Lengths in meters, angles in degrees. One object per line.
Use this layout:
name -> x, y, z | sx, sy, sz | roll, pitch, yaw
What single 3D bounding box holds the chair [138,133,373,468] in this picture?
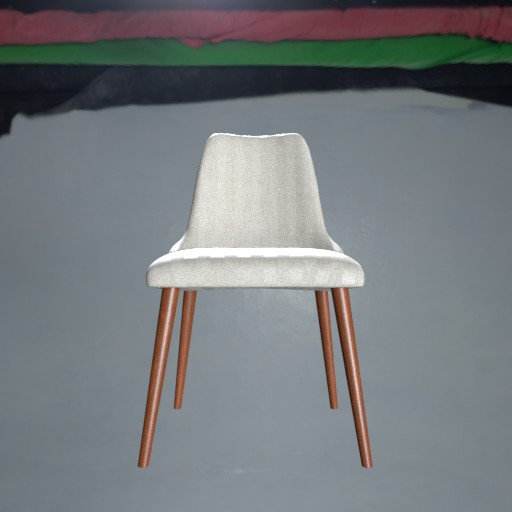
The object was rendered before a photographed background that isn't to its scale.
chair -> 0.000, 0.000, 1.289 | 0.526, 0.917, 0.684 | 0, -2, 0
